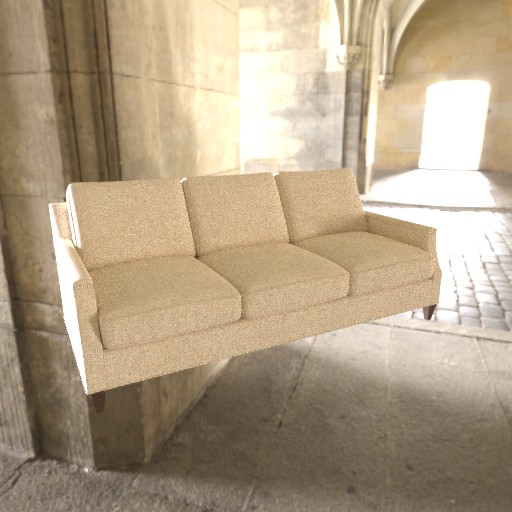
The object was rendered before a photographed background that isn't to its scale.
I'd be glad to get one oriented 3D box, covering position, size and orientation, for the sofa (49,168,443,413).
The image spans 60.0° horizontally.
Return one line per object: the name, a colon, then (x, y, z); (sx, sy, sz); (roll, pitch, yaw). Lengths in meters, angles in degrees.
sofa: (0.000, 0.000, 2.753); (2.210, 0.940, 1.041); (-9, 18, -27)
